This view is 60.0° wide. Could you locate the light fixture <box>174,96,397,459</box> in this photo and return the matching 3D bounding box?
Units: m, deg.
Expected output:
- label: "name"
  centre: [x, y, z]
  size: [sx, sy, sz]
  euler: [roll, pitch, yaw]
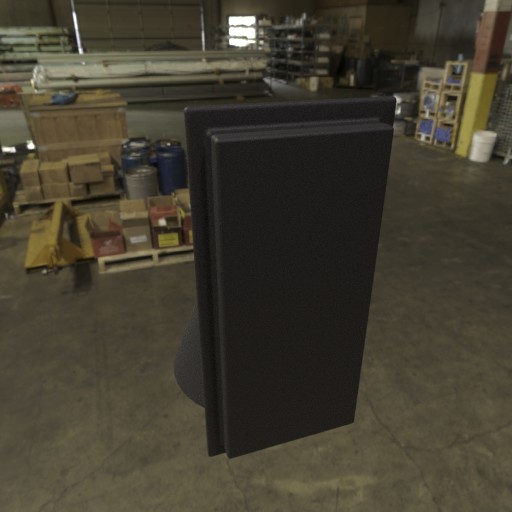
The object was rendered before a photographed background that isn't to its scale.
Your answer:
- label: "light fixture"
  centre: [0.000, 0.000, 0.418]
  size: [0.170, 0.298, 0.207]
  euler: [-9, 28, -17]
